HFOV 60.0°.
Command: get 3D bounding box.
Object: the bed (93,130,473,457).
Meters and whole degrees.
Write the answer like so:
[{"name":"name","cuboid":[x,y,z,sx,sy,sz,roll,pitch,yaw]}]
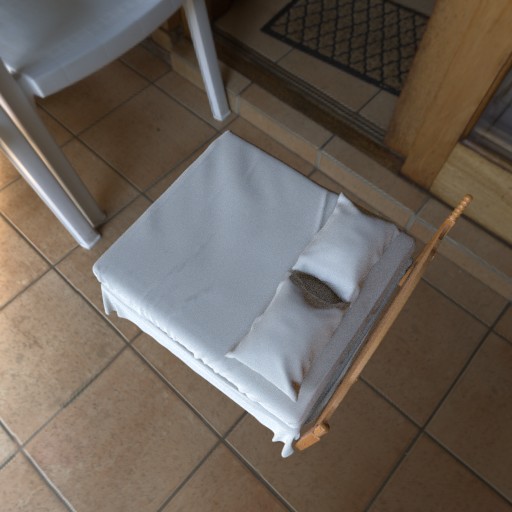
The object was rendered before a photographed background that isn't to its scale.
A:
[{"name":"bed","cuboid":[0.000,0.000,3.210,2.040,1.356,1.873,33,68,15]}]
